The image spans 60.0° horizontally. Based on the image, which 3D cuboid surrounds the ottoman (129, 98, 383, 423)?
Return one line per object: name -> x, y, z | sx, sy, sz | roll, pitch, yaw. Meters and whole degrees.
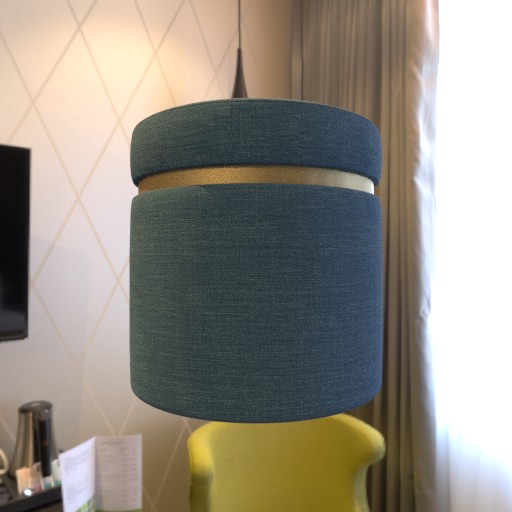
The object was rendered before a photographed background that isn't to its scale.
ottoman -> 0.000, 0.000, 0.725 | 0.398, 0.406, 0.398 | 0, 0, 0
